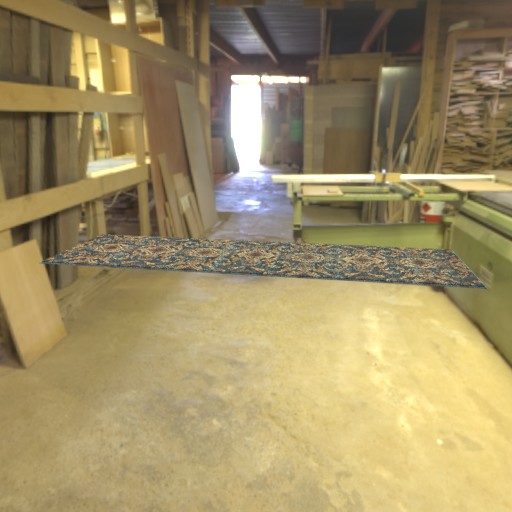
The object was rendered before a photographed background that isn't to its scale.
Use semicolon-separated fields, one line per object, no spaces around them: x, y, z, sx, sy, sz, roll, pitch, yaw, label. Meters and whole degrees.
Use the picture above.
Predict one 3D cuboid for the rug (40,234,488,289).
0.000;0.000;2.558;2.292;0.014;0.685;3;16;10;rug
